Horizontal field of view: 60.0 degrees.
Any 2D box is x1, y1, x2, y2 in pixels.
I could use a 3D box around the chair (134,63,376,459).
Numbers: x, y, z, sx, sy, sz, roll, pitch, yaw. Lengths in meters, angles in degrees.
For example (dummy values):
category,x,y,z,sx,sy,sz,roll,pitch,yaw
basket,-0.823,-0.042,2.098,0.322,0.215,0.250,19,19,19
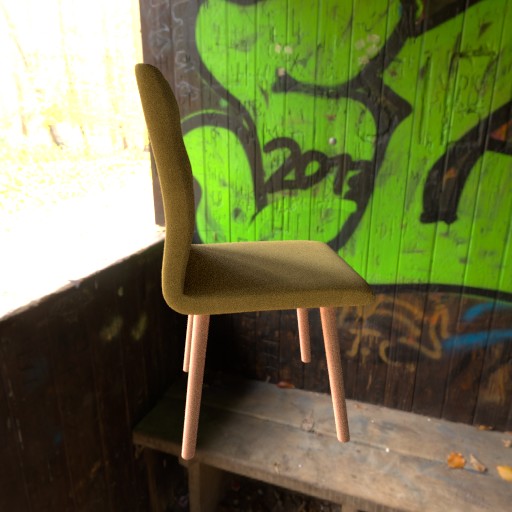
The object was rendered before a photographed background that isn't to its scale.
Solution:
category,x,y,z,sx,sy,sz,roll,pitch,yaw
chair,0.000,0.000,1.260,0.550,0.965,0.450,-3,18,-8
